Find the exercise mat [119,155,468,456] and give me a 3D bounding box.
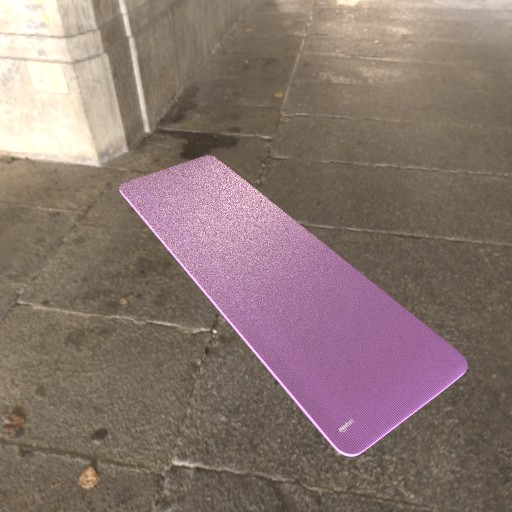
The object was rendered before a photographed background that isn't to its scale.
[{"bbox_3d":[0.000,0.000,2.039,0.616,0.021,1.869,-25,47,-25],"label":"exercise mat"}]
